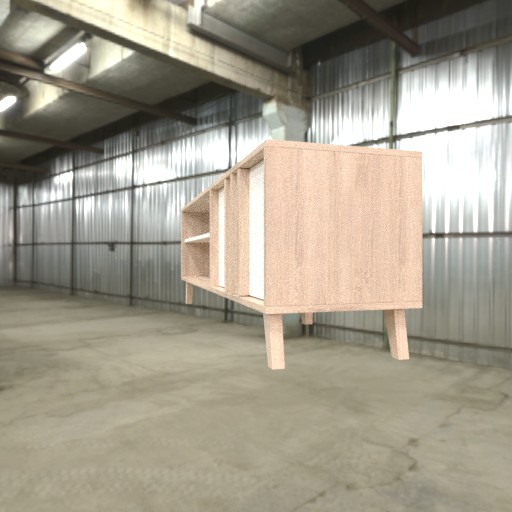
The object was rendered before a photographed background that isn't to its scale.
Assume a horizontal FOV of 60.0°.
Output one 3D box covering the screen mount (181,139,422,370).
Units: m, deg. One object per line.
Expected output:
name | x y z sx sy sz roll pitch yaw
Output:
screen mount | 0.000 0.000 1.741 0.400 0.510 1.500 0 0 -17
